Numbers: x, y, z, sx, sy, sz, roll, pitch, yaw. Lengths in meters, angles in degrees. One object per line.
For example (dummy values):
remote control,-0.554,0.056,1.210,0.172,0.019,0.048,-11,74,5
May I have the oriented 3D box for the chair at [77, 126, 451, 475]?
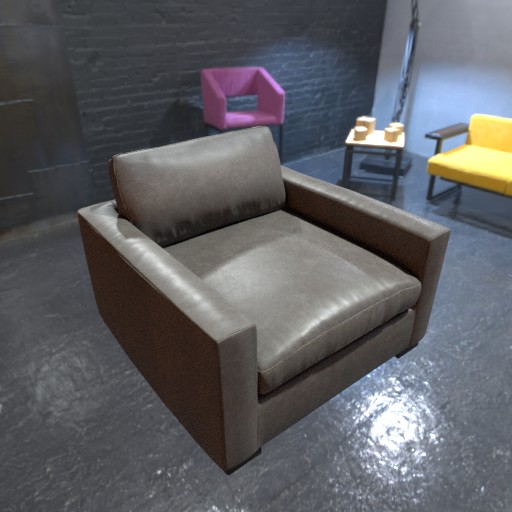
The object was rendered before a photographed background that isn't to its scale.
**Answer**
chair,0.000,0.000,1.809,1.106,0.807,1.080,-21,35,-32
